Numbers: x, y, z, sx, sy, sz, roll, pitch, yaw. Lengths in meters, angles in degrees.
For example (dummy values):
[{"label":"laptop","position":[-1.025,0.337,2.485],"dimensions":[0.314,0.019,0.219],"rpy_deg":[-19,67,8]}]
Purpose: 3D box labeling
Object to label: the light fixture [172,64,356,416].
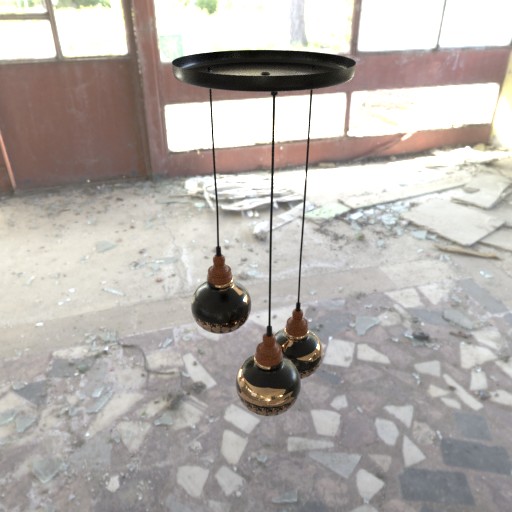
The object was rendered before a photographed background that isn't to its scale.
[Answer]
[{"label":"light fixture","position":[0.000,0.000,1.731],"dimensions":[0.605,1.410,0.608],"rpy_deg":[11,33,17]}]
